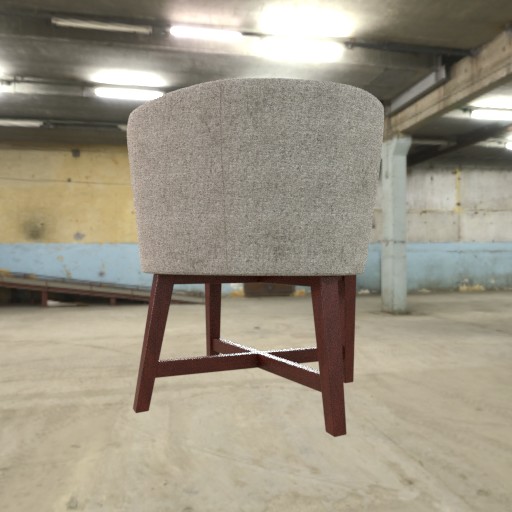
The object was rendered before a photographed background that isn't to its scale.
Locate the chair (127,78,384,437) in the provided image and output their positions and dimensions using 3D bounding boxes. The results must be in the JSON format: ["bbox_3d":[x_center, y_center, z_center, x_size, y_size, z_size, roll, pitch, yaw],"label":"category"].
[{"bbox_3d":[0.000,0.000,1.299,0.728,0.827,0.575,0,0,18],"label":"chair"}]
